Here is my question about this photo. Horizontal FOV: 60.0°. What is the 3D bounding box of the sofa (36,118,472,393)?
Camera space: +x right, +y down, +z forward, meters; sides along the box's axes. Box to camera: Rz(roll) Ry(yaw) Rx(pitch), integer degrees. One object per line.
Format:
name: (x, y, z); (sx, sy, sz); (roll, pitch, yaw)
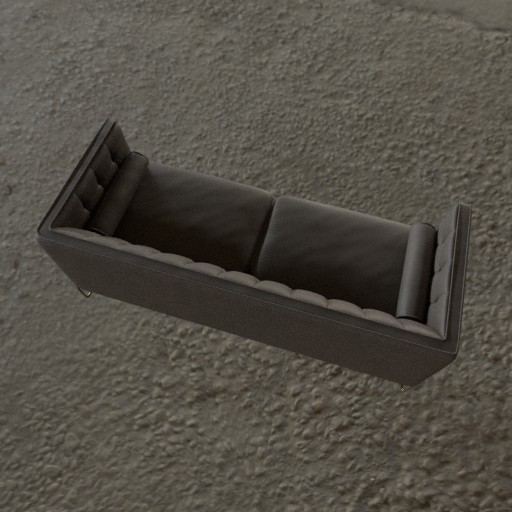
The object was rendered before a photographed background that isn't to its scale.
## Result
sofa: (0.000, 0.000, 2.550); (2.087, 0.789, 0.867); (15, 63, 8)
